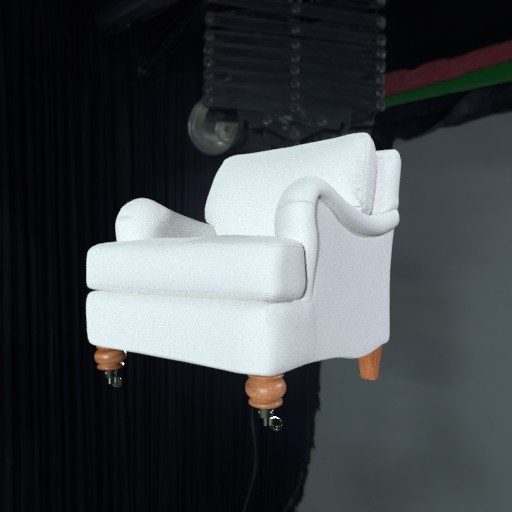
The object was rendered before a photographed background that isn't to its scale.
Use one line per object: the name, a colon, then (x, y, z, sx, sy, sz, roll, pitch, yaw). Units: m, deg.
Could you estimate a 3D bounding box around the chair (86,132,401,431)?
chair: (0.000, 0.000, 1.856, 0.955, 1.038, 1.070, -1, -1, 37)
